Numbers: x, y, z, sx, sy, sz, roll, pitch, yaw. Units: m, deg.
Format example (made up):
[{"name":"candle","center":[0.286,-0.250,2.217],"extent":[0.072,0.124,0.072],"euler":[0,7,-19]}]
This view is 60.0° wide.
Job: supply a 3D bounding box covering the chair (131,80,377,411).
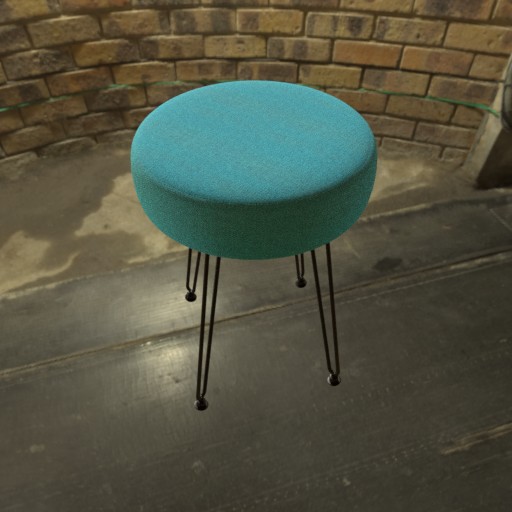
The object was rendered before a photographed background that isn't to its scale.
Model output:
[{"name":"chair","center":[0.000,0.000,0.681],"extent":[0.350,0.440,0.350],"euler":[26,51,23]}]
